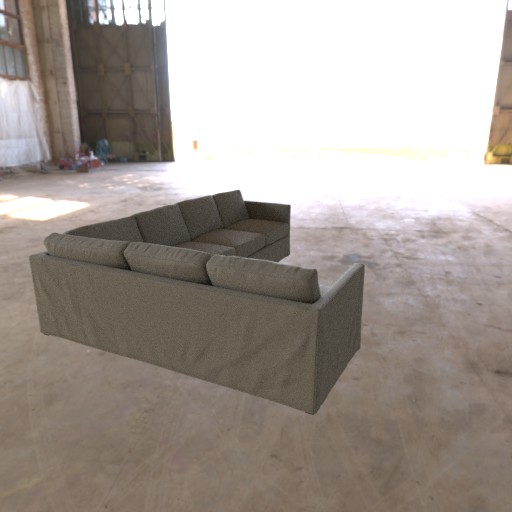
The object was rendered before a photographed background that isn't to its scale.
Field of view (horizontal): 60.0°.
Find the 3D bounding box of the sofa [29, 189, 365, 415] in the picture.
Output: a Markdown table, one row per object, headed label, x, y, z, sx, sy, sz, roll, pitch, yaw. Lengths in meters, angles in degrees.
| label | x | y | z | sx | sy | sz | roll | pitch | yaw |
| --- | --- | --- | --- | --- | --- | --- | --- | --- | --- |
| sofa | 0.000 | 0.000 | 4.373 | 2.432 | 0.871 | 3.182 | 8 | 18 | 26 |
